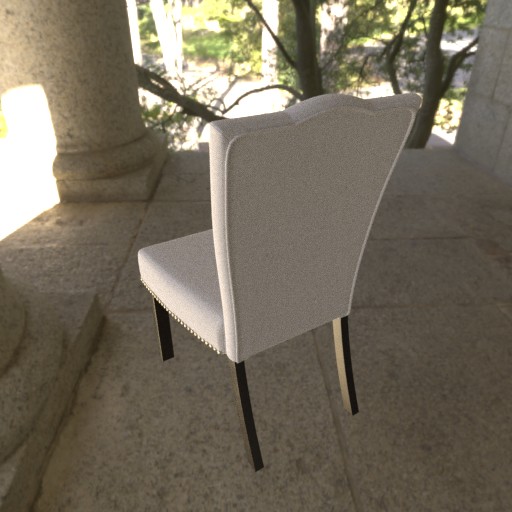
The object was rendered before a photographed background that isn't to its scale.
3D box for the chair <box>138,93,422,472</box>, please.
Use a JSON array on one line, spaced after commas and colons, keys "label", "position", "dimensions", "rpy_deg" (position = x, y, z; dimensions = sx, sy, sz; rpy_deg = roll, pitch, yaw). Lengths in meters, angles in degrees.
[{"label": "chair", "position": [0.000, 0.000, 1.245], "dimensions": [0.518, 0.946, 0.589], "rpy_deg": [-18, 35, -27]}]
